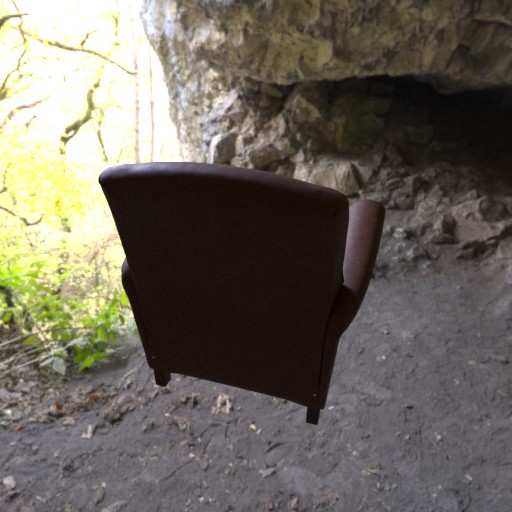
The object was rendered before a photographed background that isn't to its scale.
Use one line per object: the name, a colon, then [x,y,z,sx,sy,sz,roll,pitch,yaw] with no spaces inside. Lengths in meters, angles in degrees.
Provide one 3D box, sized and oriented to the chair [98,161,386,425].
chair: [0.000,0.000,1.834,0.978,1.061,0.902,9,33,14]
